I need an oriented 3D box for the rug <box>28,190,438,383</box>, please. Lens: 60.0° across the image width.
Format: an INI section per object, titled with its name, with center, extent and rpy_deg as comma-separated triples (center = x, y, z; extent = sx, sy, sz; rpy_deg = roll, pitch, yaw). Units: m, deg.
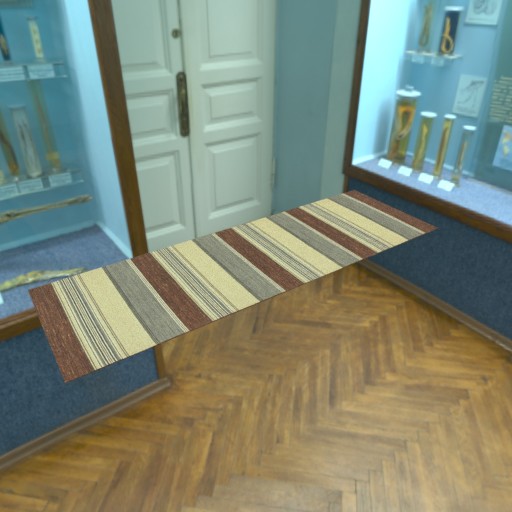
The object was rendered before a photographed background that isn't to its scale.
[rug]
center = 0.000, 0.000, 2.694
extent = 2.437, 0.006, 0.792
rpy_deg = -19, 36, -29
